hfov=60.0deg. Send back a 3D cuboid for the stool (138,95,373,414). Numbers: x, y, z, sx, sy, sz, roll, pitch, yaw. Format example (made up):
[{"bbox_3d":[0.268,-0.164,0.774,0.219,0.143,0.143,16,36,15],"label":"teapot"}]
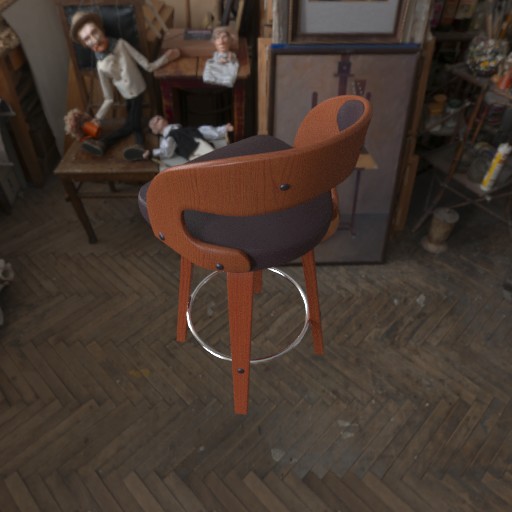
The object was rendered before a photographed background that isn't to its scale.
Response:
[{"bbox_3d":[0.000,0.000,1.183,0.457,0.940,0.457,-30,54,-26],"label":"stool"}]
